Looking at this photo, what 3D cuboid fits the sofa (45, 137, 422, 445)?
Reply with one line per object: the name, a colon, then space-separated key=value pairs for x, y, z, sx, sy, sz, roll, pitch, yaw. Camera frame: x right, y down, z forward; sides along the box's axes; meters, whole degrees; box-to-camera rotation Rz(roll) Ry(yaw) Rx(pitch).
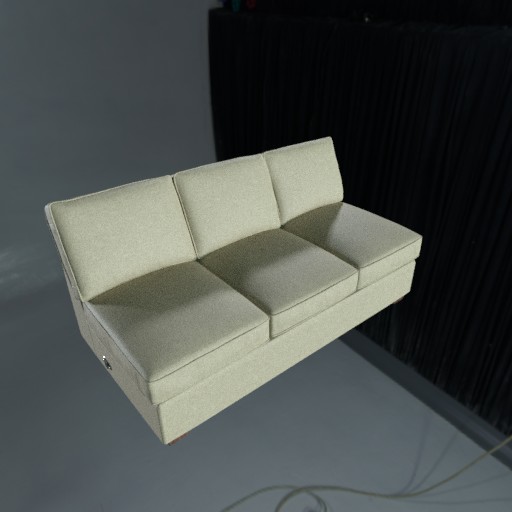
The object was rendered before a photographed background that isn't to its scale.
sofa: x=0.000 y=0.000 z=2.602 sx=1.962 sy=0.973 sz=1.027 roll=-23 pitch=38 yaw=-33
